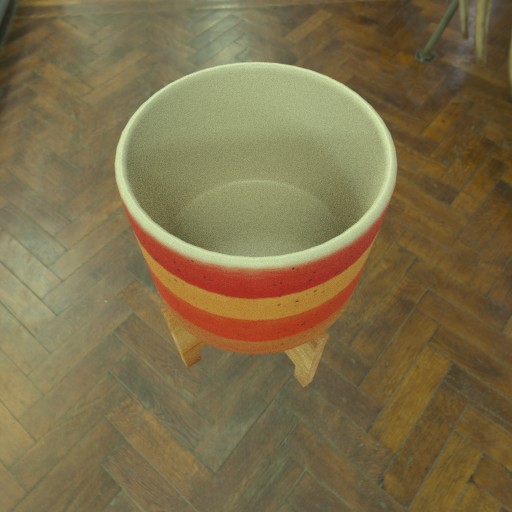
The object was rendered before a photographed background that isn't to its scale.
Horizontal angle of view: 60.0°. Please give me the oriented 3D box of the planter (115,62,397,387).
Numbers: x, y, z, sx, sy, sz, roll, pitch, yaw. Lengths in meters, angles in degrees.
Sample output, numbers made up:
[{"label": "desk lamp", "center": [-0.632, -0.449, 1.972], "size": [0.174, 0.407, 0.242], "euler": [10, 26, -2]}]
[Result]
[{"label": "planter", "center": [0.000, 0.000, 0.565], "size": [0.269, 0.379, 0.269], "euler": [0, 58, 0]}]
